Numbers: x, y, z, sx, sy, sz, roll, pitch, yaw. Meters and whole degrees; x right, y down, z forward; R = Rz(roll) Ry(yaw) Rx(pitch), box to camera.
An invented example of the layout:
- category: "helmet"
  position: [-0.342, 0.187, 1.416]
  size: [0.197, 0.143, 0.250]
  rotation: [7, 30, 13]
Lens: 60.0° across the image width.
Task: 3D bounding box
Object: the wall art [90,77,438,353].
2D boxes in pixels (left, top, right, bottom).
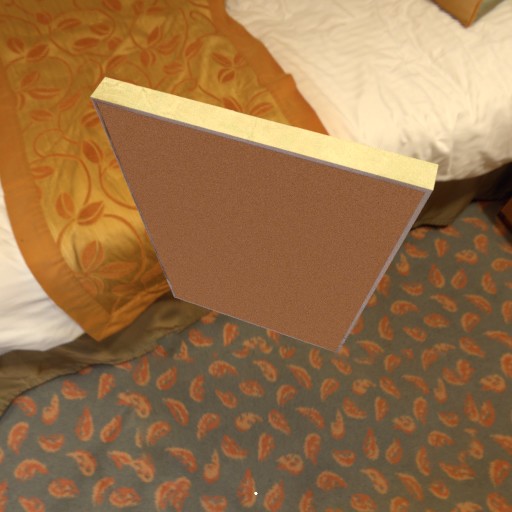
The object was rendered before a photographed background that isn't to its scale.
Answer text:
- category: "wall art"
  position: [0.000, 0.000, 0.767]
  size: [0.403, 0.607, 0.036]
  rotation: [18, 63, 9]
